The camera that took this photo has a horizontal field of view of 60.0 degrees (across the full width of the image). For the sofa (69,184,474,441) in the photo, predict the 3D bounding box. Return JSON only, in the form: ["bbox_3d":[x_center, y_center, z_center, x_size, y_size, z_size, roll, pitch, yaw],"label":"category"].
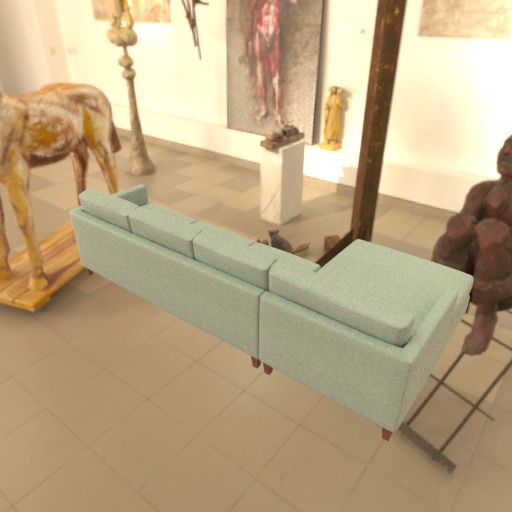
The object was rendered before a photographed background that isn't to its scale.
[{"bbox_3d":[0.000,0.000,4.102,3.470,0.953,1.600,21,36,32],"label":"sofa"}]
